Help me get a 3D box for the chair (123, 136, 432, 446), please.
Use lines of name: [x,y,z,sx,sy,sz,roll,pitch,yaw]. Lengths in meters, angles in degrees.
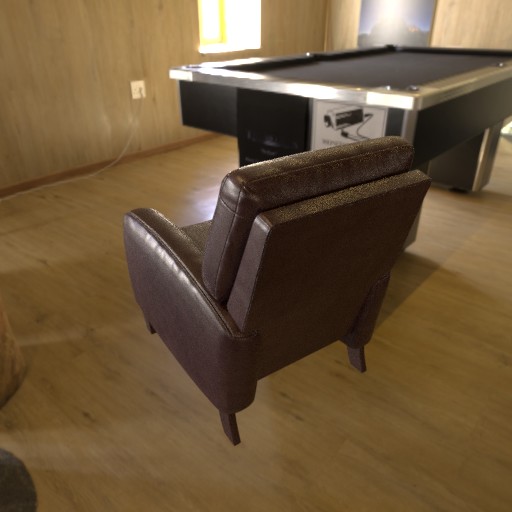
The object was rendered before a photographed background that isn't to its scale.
chair: [0.000,0.000,1.710,0.762,0.990,0.990,-18,34,-29]
